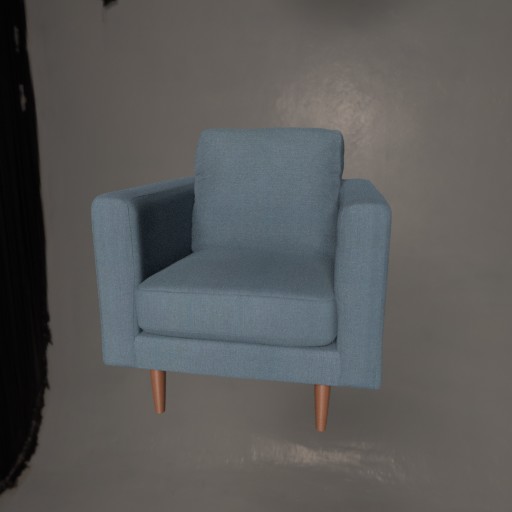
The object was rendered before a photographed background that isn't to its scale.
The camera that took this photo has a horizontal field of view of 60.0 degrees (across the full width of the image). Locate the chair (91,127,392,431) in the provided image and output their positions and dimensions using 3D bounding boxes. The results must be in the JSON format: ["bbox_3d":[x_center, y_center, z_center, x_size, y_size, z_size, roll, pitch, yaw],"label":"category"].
[{"bbox_3d":[0.000,0.000,1.609,0.855,0.922,0.820,2,14,10],"label":"chair"}]
